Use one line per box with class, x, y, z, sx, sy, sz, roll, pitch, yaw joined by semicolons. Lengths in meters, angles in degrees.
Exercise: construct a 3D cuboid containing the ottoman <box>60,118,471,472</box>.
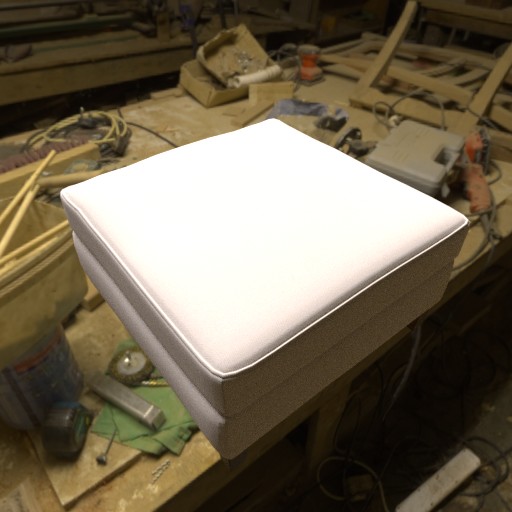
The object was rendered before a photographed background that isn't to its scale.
ottoman;0.000;0.000;1.338;0.838;0.479;0.838;-27;47;-28
